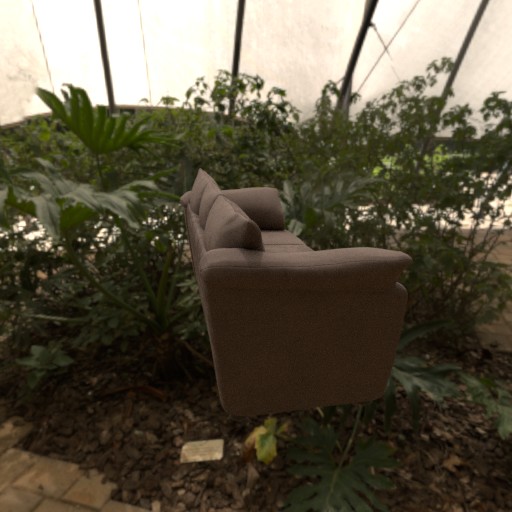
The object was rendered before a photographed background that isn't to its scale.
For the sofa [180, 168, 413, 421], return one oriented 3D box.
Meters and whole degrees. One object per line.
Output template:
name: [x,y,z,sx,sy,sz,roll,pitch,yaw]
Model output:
sofa: [0.000,0.000,2.888,0.893,0.981,2.377,-3,16,-11]
